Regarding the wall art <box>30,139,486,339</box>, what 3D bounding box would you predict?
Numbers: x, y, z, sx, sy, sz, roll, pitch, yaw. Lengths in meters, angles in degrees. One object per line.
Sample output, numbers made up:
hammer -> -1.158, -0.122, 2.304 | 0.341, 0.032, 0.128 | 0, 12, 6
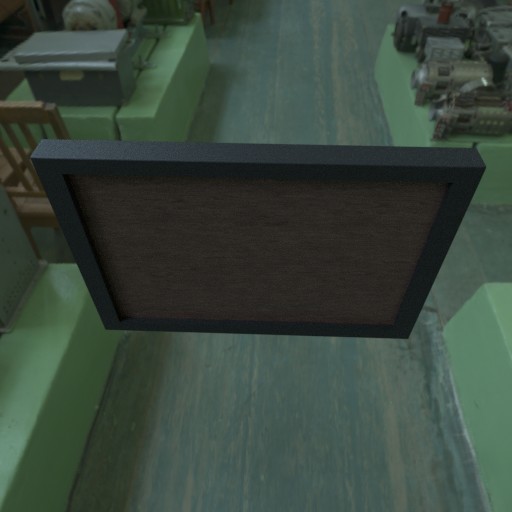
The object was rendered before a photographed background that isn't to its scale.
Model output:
wall art -> 0.000, 0.000, 0.834 | 0.671, 0.456, 0.051 | 2, 47, 1
